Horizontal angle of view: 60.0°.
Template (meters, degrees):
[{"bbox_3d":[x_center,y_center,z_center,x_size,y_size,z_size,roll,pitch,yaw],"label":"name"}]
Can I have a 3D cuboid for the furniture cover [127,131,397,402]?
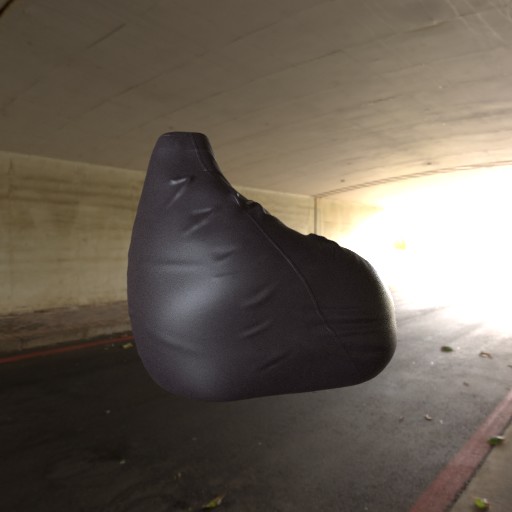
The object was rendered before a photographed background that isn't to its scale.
[{"bbox_3d":[0.000,0.000,1.912,1.070,0.990,1.070,0,1,-18],"label":"furniture cover"}]
